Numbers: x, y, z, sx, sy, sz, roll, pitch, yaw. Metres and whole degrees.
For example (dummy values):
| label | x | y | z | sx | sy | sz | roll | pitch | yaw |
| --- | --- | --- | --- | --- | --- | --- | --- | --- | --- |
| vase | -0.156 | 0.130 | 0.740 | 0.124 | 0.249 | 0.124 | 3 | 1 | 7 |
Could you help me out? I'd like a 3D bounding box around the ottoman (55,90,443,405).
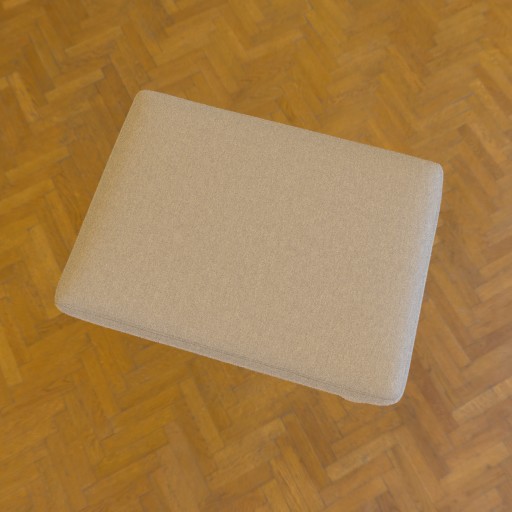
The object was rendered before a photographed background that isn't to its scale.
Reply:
| label | x | y | z | sx | sy | sz | roll | pitch | yaw |
| --- | --- | --- | --- | --- | --- | --- | --- | --- | --- |
| ottoman | 0.000 | 0.000 | 1.164 | 0.773 | 0.497 | 0.574 | 15 | 76 | 4 |
